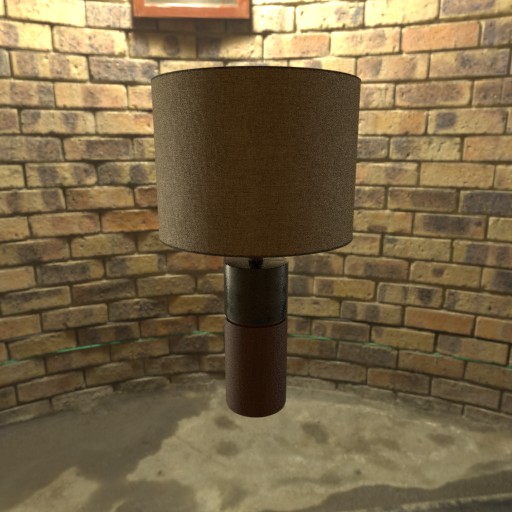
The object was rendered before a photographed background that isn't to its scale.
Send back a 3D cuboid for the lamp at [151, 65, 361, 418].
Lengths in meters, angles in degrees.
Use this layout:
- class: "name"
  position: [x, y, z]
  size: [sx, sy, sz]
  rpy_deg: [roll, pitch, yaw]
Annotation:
- class: "lamp"
  position: [0.000, 0.000, 0.478]
  size: [0.202, 0.350, 0.202]
  rpy_deg: [0, 14, 0]
